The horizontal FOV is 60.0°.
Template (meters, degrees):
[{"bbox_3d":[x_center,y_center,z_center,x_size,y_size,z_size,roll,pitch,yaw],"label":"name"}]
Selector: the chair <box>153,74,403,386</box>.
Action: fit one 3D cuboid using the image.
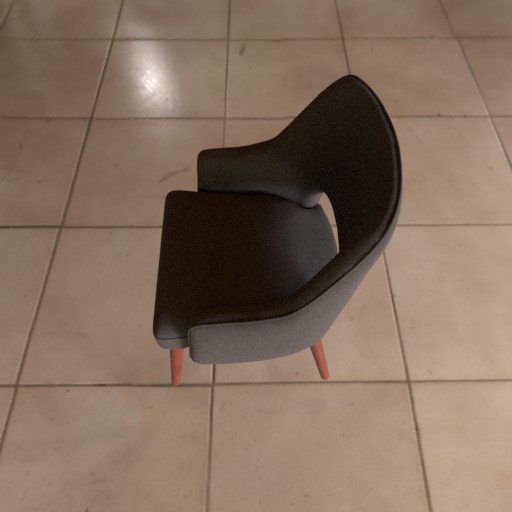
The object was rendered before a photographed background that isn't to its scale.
[{"bbox_3d":[0.000,0.000,1.197,0.560,0.838,0.559,-1,59,-1],"label":"chair"}]
